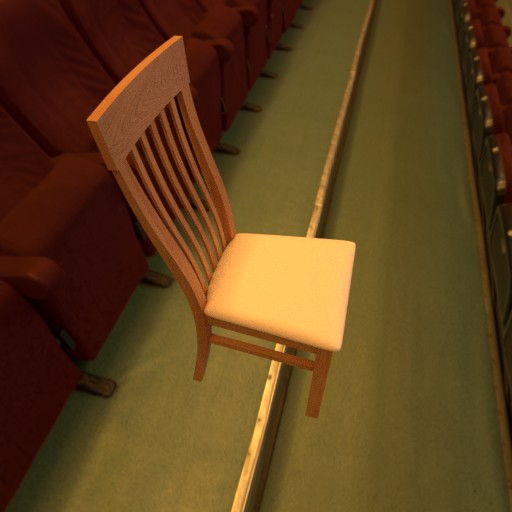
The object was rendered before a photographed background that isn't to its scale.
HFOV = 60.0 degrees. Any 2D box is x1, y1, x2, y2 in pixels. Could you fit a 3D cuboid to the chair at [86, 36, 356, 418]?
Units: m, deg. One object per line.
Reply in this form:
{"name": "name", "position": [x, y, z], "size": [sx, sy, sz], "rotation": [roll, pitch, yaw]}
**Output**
{"name": "chair", "position": [0.000, 0.000, 1.324], "size": [0.580, 1.050, 0.450], "rotation": [10, 47, 10]}
